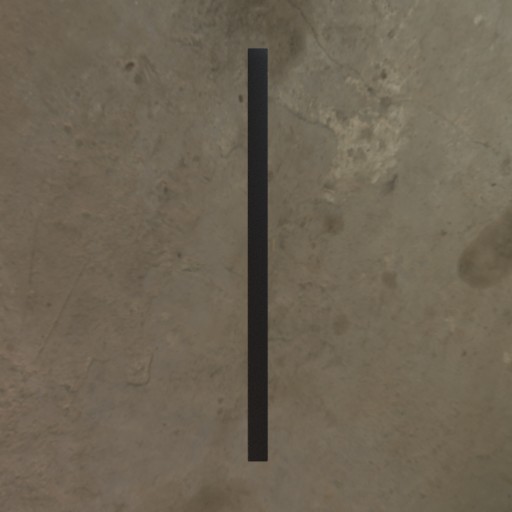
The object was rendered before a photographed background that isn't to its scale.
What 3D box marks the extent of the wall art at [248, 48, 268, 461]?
[{"bbox_3d":[0.000,0.000,0.715,0.021,0.509,0.430,0,90,0],"label":"wall art"}]
